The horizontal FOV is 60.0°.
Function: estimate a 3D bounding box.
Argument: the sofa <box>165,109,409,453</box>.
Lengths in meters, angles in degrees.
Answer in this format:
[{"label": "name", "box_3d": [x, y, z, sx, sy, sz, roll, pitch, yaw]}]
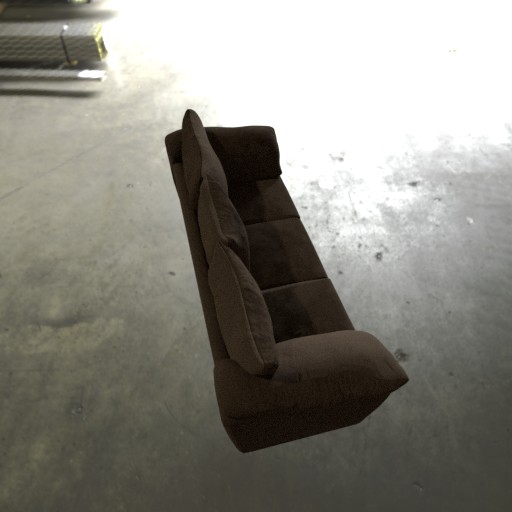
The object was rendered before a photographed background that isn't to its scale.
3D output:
[{"label": "sofa", "box_3d": [0.000, 0.000, 2.899, 0.878, 1.015, 2.336, -11, 48, -10]}]
